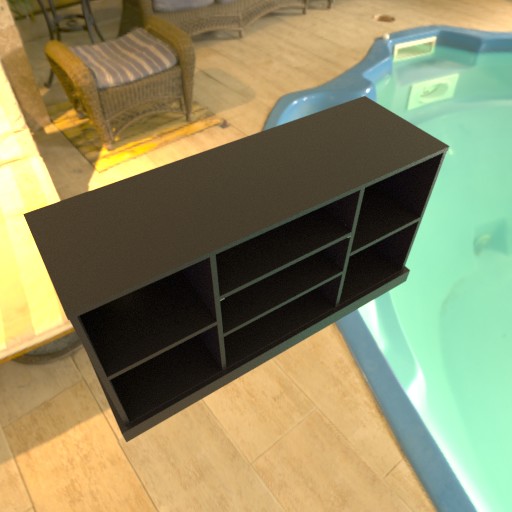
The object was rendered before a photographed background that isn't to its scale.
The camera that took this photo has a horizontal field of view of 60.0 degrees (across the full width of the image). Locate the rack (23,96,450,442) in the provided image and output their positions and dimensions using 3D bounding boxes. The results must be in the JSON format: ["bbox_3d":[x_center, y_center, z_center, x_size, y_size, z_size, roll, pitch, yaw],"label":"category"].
[{"bbox_3d":[0.000,0.000,1.478,1.206,0.635,0.399,-25,52,-22],"label":"rack"}]
